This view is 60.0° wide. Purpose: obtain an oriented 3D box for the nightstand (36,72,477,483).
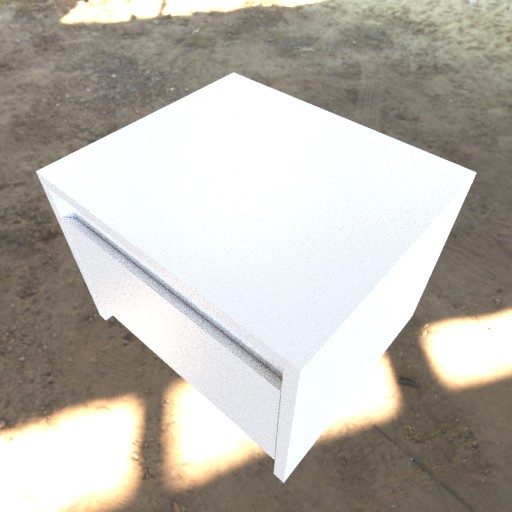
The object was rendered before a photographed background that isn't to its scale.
[{"bbox_3d":[0.000,0.000,0.754,0.470,0.351,0.408,33,55,27],"label":"nightstand"}]
